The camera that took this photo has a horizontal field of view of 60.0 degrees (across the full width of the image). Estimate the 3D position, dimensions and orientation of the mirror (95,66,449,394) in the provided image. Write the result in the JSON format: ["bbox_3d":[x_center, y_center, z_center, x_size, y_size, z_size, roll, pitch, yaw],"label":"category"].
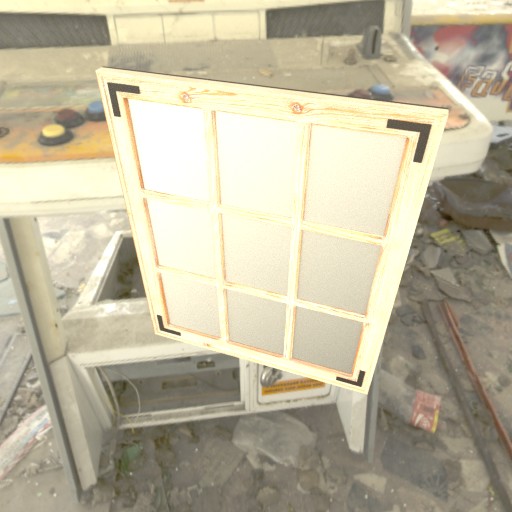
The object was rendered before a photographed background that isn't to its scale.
[{"bbox_3d":[0.000,0.000,1.171,0.730,0.882,0.032,13,42,14],"label":"mirror"}]
